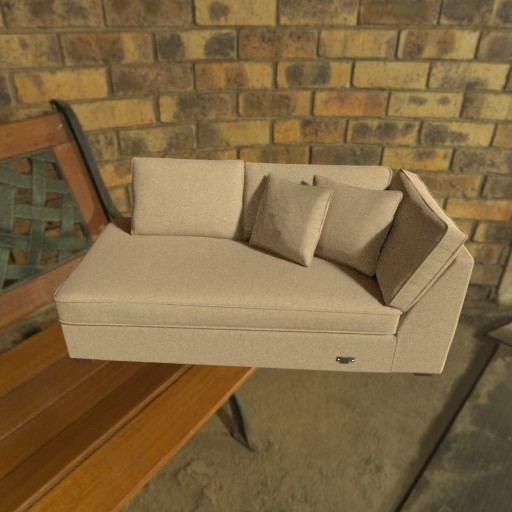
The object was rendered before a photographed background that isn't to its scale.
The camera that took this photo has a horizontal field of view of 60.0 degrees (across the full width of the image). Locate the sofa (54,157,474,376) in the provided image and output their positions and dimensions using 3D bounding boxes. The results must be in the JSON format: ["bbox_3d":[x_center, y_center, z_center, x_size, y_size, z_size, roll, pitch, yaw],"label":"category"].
[{"bbox_3d":[0.000,0.000,2.827,2.237,1.033,1.110,2,30,3],"label":"sofa"}]
